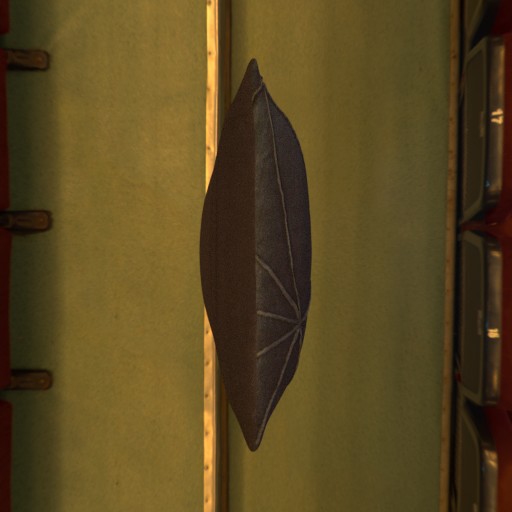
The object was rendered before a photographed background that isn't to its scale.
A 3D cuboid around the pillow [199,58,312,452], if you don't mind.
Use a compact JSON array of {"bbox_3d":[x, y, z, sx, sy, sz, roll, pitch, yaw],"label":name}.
[{"bbox_3d":[0.000,0.000,0.693,0.183,0.440,0.439,0,91,0],"label":"pillow"}]
